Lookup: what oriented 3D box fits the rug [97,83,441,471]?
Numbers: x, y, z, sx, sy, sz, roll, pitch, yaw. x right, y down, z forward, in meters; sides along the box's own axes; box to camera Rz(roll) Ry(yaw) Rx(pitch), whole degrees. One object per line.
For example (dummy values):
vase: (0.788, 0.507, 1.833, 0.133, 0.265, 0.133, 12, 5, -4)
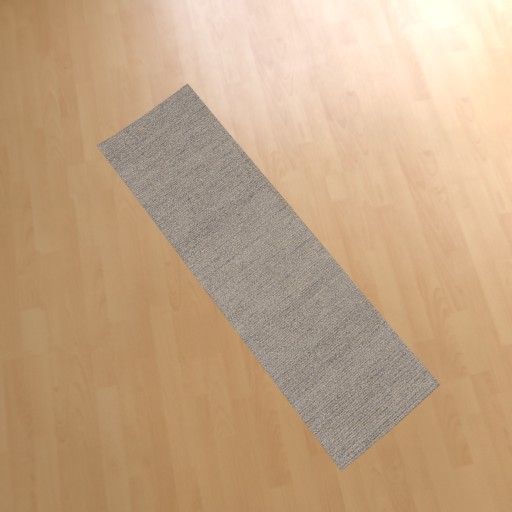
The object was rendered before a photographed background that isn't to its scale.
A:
rug: (0.000, 0.000, 2.521, 0.692, 0.032, 2.320, -37, 78, -9)
